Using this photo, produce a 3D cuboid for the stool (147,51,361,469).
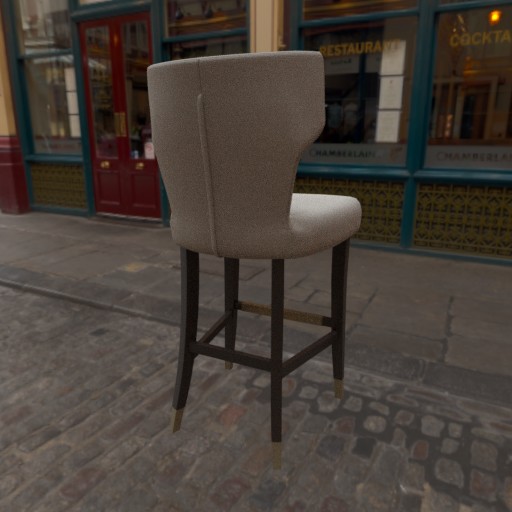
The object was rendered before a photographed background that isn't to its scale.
[{"bbox_3d":[0.000,0.000,1.387,0.526,1.092,0.563,7,16,26],"label":"stool"}]
